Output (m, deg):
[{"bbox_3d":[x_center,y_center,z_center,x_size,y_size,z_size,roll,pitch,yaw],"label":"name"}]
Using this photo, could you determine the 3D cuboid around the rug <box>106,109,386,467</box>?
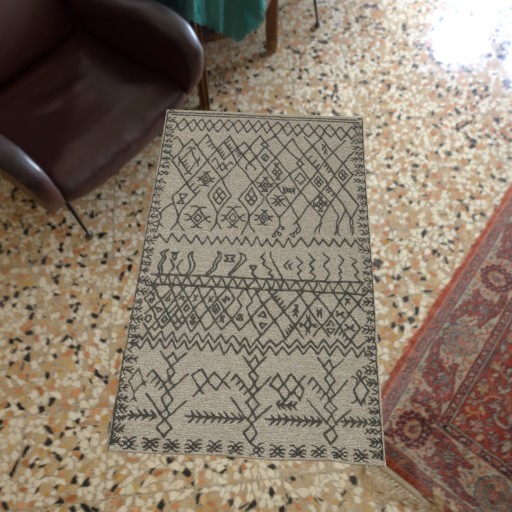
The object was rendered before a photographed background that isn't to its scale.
[{"bbox_3d":[0.000,0.000,4.584,2.393,0.019,3.824,3,65,1],"label":"rug"}]
